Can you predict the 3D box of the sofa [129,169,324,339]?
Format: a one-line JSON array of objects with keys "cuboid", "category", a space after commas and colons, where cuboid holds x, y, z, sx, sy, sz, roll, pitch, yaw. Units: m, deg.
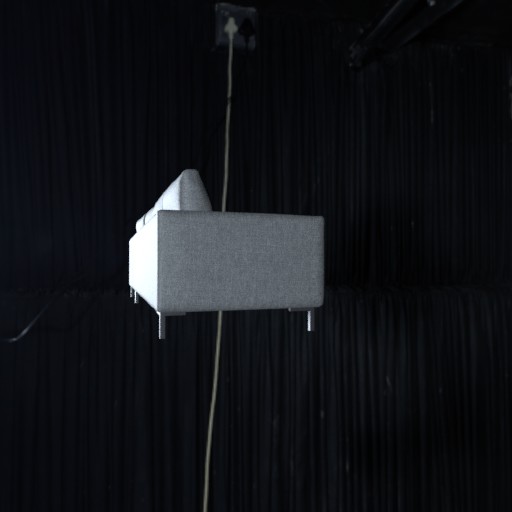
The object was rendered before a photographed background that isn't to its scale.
[{"cuboid": [0.000, 0.000, 3.822, 1.984, 0.858, 2.972, 0, -1, -19], "category": "sofa"}]
